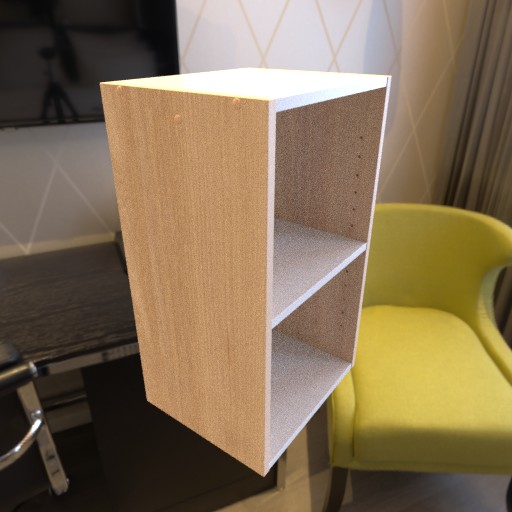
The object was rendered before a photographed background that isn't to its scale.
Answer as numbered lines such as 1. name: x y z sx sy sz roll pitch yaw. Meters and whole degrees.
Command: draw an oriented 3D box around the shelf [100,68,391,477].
1. shelf: 0.000 0.000 0.806 0.290 0.600 0.350 19 32 32
